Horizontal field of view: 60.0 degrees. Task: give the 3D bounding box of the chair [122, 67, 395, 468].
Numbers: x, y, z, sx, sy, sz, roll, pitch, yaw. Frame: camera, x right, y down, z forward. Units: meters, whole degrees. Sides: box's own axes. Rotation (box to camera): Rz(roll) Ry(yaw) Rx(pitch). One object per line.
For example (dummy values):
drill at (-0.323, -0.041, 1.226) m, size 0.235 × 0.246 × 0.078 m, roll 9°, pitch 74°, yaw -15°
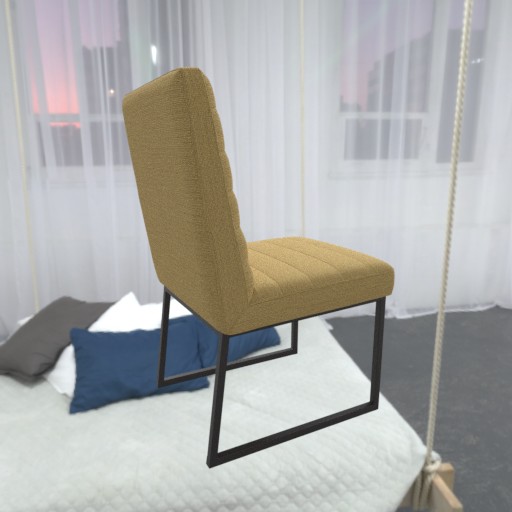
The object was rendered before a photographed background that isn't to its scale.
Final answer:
chair at (0.000, 0.000, 1.307) m, size 0.634 × 0.930 × 0.520 m, roll -7°, pitch 14°, yaw -28°
